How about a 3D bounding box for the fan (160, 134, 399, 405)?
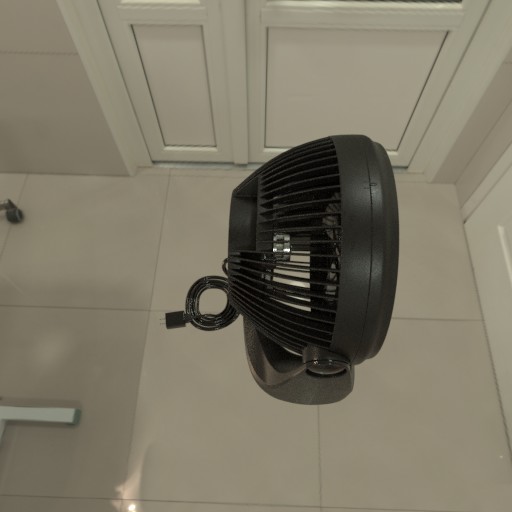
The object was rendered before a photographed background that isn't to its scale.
[{"bbox_3d":[0.000,0.000,0.489,0.256,0.277,0.273,2,64,1],"label":"fan"}]
